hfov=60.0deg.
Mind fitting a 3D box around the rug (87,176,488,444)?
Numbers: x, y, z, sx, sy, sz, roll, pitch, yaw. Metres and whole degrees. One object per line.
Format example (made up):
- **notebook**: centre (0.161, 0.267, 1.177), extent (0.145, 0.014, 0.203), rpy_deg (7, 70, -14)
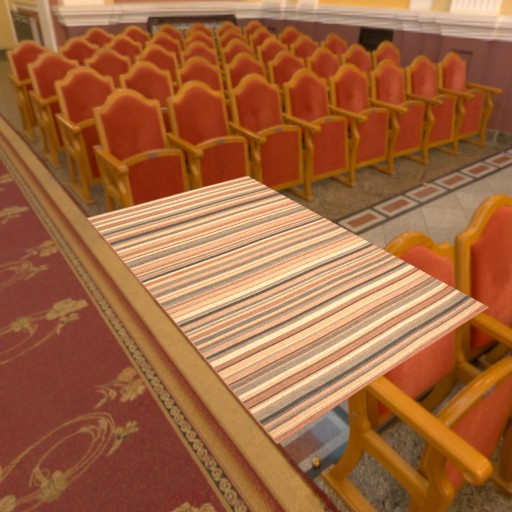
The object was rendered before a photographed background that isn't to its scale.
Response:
- **rug**: centre (0.000, 0.000, 2.998), extent (1.523, 0.014, 2.438), rpy_deg (-21, 37, -29)
